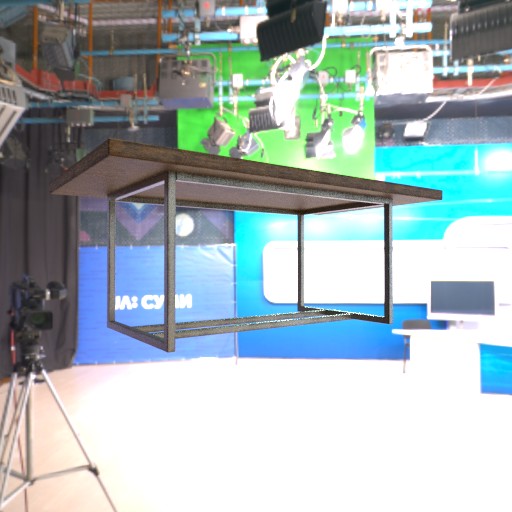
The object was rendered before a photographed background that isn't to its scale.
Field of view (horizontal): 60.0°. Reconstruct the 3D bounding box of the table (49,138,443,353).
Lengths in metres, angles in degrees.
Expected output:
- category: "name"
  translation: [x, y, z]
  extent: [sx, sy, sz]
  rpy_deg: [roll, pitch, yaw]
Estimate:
- category: "table"
  translation: [0.000, 0.000, 2.532]
  extent: [1.989, 0.795, 1.078]
  rpy_deg: [0, -1, -35]
